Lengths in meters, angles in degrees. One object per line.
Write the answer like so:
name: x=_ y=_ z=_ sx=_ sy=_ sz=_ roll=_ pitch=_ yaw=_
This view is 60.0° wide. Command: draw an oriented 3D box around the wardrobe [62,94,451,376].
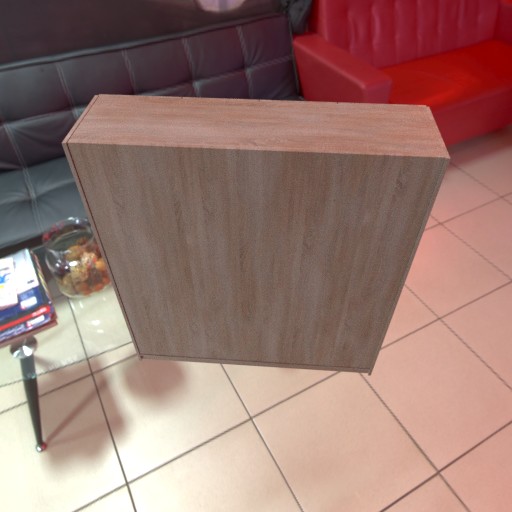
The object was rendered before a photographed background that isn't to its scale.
wardrobe: x=0.000 y=0.000 z=3.251 sx=1.998 sy=2.159 sz=0.598 roll=3 pitch=46 yaw=3
